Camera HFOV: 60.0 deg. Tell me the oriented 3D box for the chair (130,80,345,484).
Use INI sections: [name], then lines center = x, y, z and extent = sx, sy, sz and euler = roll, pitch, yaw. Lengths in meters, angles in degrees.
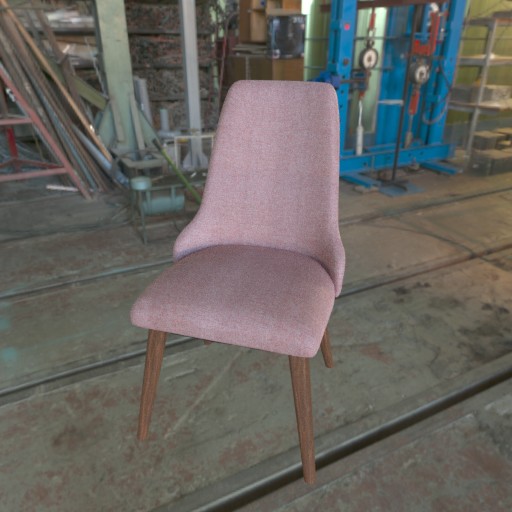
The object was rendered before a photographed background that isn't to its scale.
[chair]
center = 0.000, 0.000, 1.311
extent = 0.535, 0.918, 0.707
euler = 8, 27, 16
